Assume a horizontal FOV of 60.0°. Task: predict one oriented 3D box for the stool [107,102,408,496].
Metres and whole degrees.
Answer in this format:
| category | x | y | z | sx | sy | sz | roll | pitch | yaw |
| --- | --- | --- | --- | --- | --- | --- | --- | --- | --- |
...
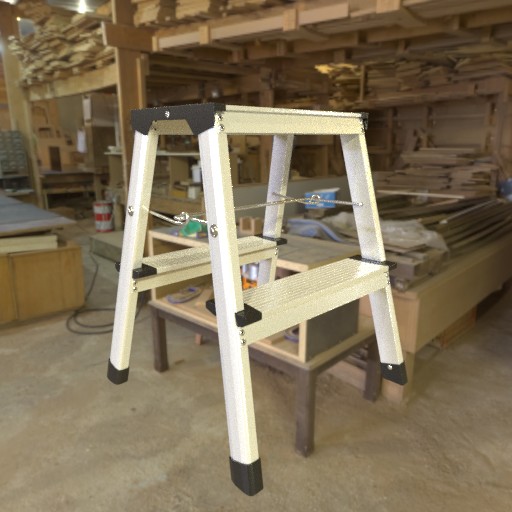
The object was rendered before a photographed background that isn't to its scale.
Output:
| category | x | y | z | sx | sy | sz | roll | pitch | yaw |
| --- | --- | --- | --- | --- | --- | --- | --- | --- | --- |
| stool | 0.000 | 0.000 | 0.770 | 0.404 | 0.480 | 0.405 | -14 | 20 | -42 |
